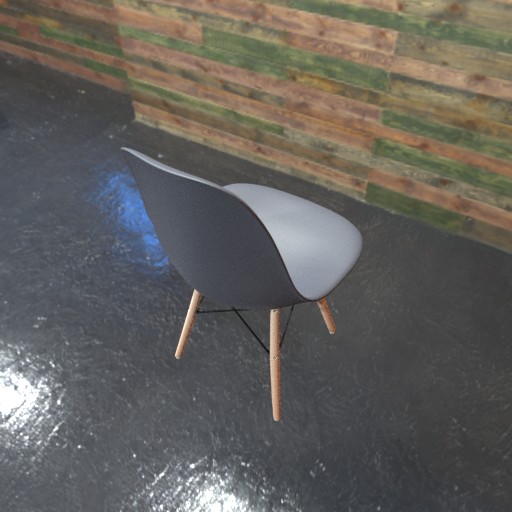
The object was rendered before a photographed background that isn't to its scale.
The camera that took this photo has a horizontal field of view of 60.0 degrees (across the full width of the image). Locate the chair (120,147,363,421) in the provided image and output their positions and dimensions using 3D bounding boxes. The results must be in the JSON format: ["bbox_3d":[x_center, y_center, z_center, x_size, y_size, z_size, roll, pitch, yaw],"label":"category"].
[{"bbox_3d":[0.000,0.000,1.136,0.470,0.826,0.533,25,50,23],"label":"chair"}]
